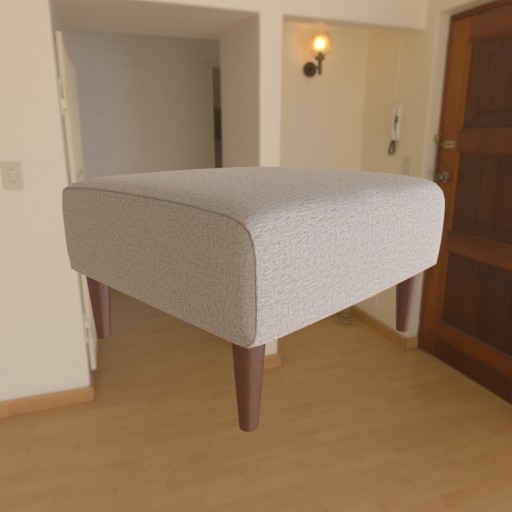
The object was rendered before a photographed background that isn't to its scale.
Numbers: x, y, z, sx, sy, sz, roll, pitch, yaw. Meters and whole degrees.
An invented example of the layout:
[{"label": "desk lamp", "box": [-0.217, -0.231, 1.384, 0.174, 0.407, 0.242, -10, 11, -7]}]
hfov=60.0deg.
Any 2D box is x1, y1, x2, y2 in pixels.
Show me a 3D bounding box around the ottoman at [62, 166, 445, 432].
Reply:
[{"label": "ottoman", "box": [0.000, 0.000, 1.060, 0.648, 0.399, 0.655, 14, 20, 43]}]
